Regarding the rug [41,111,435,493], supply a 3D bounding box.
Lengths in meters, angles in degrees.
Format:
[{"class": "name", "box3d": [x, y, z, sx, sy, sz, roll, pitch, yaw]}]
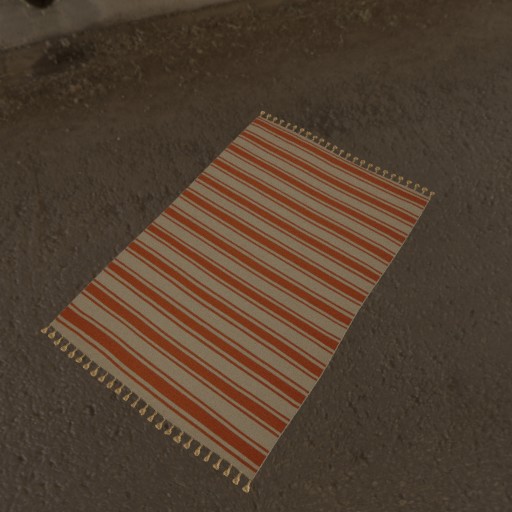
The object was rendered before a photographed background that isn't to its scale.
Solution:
[{"class": "rug", "box3d": [0.000, 0.000, 3.006, 1.556, 0.022, 2.433, 31, 64, 17]}]
